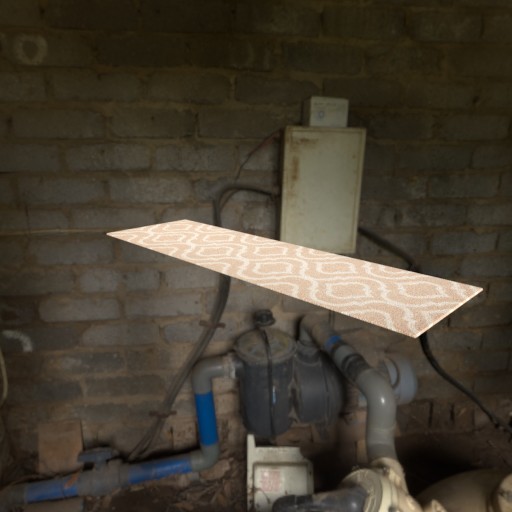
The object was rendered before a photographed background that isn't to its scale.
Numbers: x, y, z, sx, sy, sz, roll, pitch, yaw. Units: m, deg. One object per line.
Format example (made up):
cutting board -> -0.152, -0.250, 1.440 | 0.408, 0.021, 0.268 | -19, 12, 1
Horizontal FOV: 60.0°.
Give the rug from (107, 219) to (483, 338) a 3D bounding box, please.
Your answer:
rug -> 0.000, 0.000, 2.599 | 2.289, 0.013, 0.691 | 15, 22, 42
